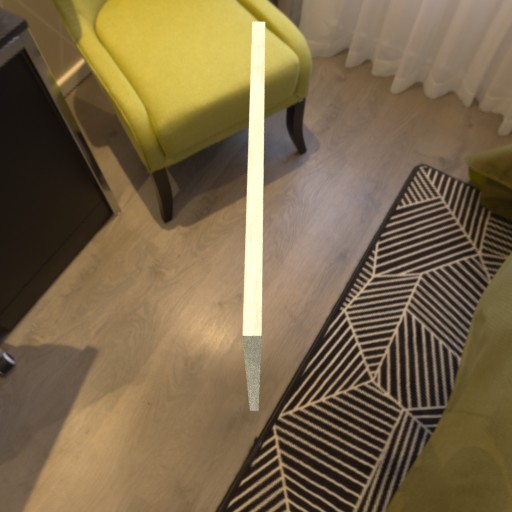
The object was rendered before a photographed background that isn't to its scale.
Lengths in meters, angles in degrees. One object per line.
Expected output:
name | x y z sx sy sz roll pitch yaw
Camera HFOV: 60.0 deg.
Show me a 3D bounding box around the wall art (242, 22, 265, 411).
wall art | 0.000 0.000 0.834 0.020 0.613 0.481 1 64 0
